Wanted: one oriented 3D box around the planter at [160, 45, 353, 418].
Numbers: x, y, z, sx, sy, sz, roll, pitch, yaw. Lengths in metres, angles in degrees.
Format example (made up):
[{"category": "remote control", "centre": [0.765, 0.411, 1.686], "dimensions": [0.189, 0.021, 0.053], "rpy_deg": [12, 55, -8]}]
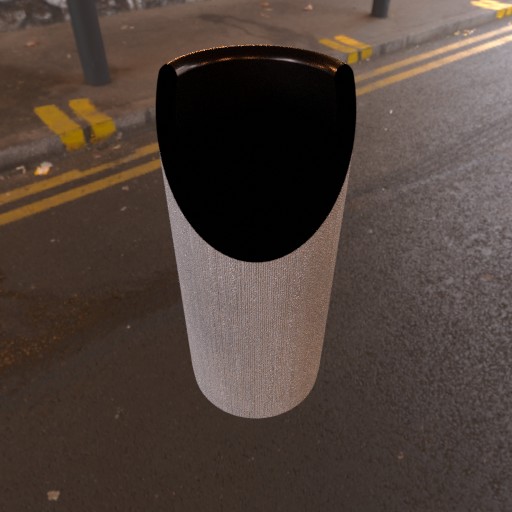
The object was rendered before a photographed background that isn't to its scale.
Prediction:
[{"category": "planter", "centre": [0.000, 0.000, 0.129], "dimensions": [0.045, 0.103, 0.045], "rpy_deg": [1, 41, 1]}]
